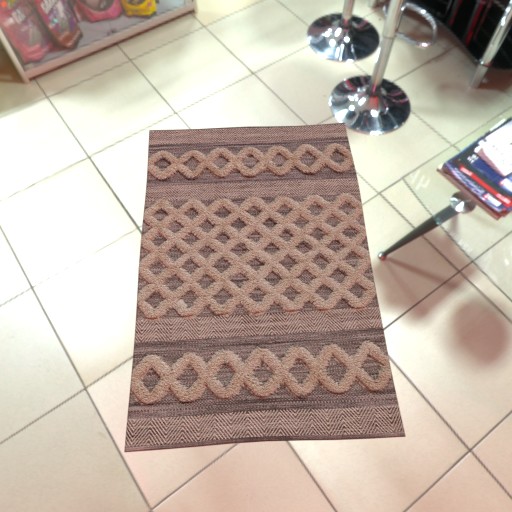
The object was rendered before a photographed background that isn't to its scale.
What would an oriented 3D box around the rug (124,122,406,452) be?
[{"bbox_3d":[0.000,0.000,2.320,1.222,0.030,1.823,-3,63,-1],"label":"rug"}]
